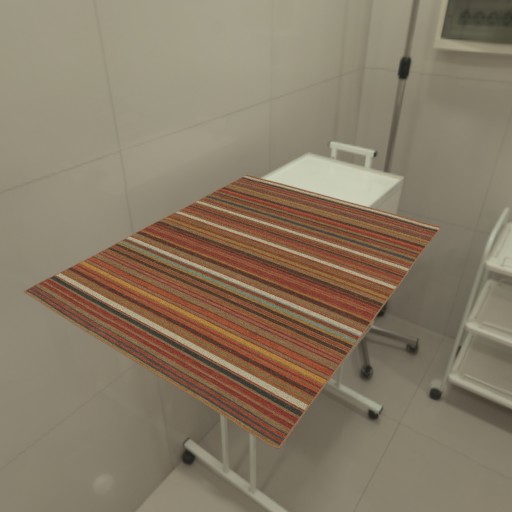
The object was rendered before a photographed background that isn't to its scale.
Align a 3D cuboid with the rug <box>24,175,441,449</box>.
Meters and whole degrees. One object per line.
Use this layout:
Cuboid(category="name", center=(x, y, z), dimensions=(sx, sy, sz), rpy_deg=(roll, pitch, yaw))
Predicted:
Cuboid(category="rug", center=(0.000, 0.000, 4.062), dimensions=(2.479, 0.023, 3.092), rpy_deg=(21, 38, 29))
